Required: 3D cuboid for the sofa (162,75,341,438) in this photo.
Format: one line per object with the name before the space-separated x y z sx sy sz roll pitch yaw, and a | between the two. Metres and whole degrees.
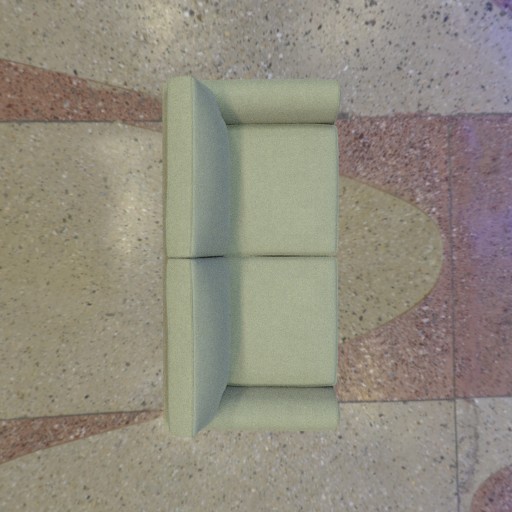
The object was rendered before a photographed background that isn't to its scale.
sofa | 0.000 0.000 2.327 0.861 0.933 1.774 0 91 1
